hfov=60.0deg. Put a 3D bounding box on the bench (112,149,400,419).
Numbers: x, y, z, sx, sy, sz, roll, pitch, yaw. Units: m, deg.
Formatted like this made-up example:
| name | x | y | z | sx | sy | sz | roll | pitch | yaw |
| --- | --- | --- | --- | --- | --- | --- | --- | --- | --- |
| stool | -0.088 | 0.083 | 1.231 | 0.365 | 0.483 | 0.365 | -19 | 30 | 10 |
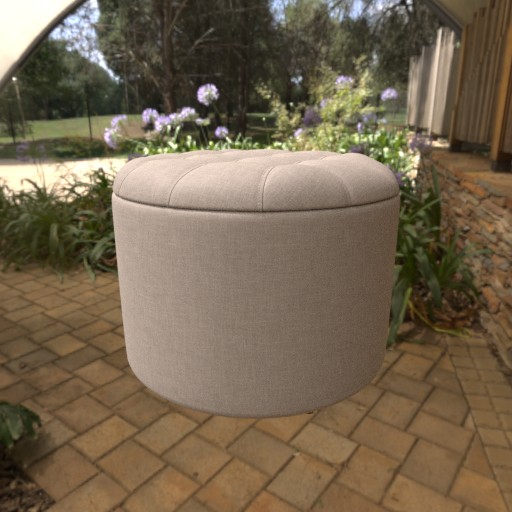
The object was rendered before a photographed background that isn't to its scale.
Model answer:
| name | x | y | z | sx | sy | sz | roll | pitch | yaw |
| --- | --- | --- | --- | --- | --- | --- | --- | --- | --- |
| bench | 0.000 | 0.000 | 1.004 | 0.600 | 0.453 | 0.600 | 0 | 17 | 0 |
